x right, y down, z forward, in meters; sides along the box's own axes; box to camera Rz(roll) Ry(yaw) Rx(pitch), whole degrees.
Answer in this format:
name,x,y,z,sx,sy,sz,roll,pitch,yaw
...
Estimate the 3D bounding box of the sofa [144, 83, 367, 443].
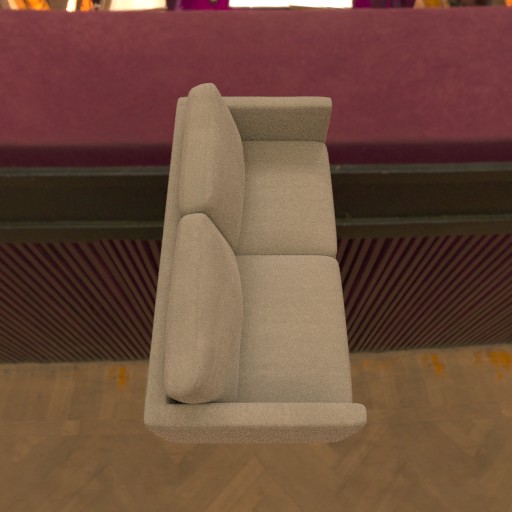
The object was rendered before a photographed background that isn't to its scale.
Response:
name,x,y,z,sx,sy,sz,roll,pitch,yaw
sofa,0.000,0.000,2.465,0.950,0.963,1.884,0,63,0
